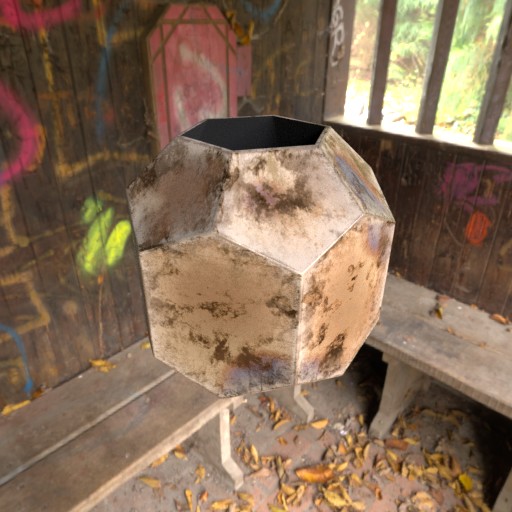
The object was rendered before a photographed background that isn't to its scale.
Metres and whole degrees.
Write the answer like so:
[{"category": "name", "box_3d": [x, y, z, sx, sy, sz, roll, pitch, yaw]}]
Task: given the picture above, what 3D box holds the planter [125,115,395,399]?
[{"category": "planter", "box_3d": [0.000, 0.000, 0.425, 0.243, 0.238, 0.221, 8, 30, 13]}]
